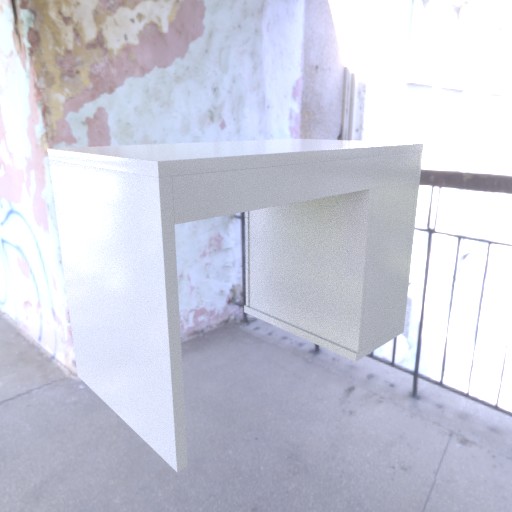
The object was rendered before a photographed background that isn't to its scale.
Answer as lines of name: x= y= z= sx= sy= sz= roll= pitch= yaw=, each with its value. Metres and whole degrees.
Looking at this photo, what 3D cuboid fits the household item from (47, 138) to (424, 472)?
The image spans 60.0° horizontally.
household item: x=0.000 y=0.000 z=1.546 sx=1.100 sy=0.749 sz=0.597 roll=-15 pitch=23 yaw=-41
